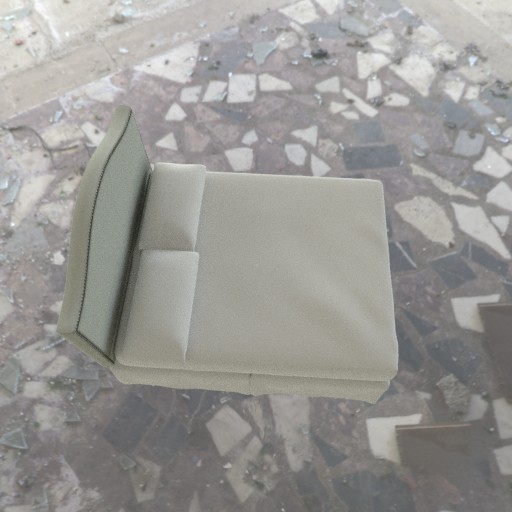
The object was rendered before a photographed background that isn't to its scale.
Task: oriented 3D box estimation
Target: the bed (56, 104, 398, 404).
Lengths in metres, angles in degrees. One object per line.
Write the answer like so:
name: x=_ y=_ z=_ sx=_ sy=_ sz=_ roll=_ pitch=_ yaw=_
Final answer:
bed: x=0.000 y=0.000 z=3.363 sx=2.180 sy=1.607 sz=1.813 roll=3 pitch=63 yaw=2
